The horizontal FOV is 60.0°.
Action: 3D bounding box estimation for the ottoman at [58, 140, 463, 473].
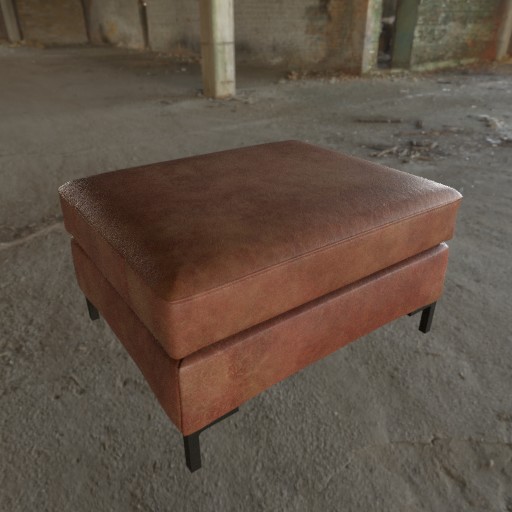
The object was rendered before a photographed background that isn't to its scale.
[{"bbox_3d":[0.000,0.000,1.751,1.186,0.667,0.965,-19,34,-31],"label":"ottoman"}]
